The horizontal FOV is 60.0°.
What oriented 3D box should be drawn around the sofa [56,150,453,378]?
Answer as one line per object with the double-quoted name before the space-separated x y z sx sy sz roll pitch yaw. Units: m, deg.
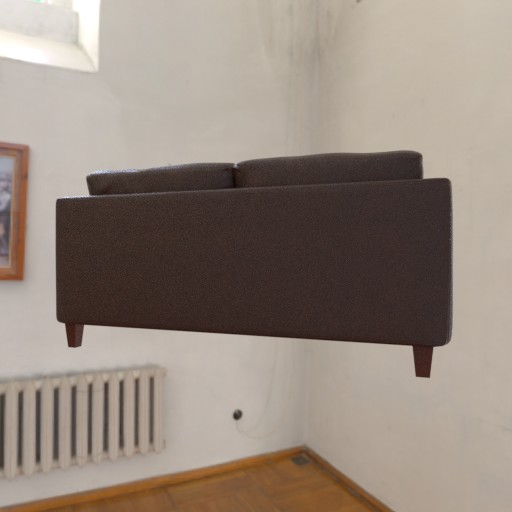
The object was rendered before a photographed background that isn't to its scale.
"sofa" 0.000 0.000 2.392 1.883 0.933 0.951 0 0 19
